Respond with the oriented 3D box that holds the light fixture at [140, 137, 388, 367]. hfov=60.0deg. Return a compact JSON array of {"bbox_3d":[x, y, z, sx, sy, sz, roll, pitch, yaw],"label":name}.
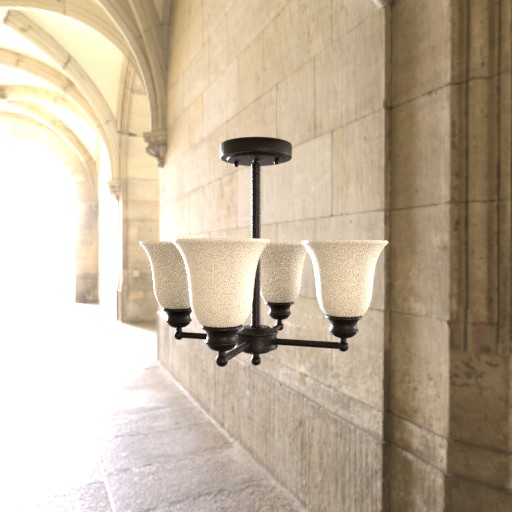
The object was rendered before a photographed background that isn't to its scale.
[{"bbox_3d":[0.000,0.000,1.868,1.069,0.925,1.069,0,1,19],"label":"light fixture"}]
